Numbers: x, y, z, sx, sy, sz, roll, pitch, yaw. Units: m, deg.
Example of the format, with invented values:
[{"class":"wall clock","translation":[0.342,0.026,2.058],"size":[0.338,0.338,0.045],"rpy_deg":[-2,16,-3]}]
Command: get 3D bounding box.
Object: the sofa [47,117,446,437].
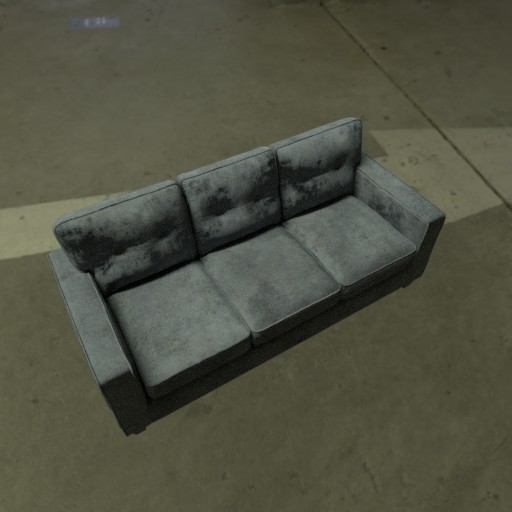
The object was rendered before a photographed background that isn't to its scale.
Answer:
[{"class":"sofa","translation":[0.000,0.000,2.634],"size":[2.133,0.965,0.939],"rpy_deg":[-24,51,-21]}]
